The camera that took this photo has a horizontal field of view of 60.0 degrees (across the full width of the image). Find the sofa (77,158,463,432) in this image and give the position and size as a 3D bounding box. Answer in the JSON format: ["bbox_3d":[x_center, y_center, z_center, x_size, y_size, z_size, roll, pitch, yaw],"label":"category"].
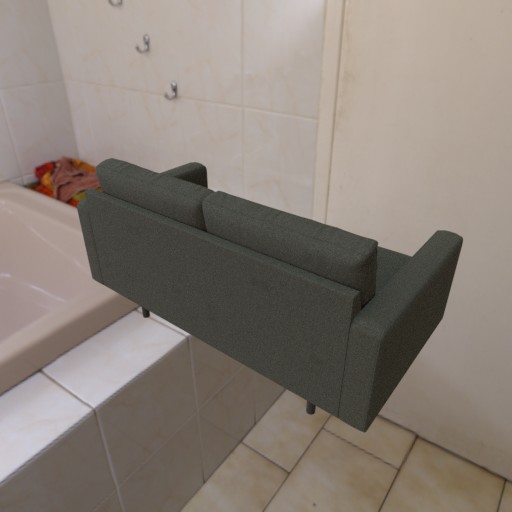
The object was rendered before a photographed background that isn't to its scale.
[{"bbox_3d":[0.000,0.000,2.276,1.730,0.897,0.889,21,36,32],"label":"sofa"}]
